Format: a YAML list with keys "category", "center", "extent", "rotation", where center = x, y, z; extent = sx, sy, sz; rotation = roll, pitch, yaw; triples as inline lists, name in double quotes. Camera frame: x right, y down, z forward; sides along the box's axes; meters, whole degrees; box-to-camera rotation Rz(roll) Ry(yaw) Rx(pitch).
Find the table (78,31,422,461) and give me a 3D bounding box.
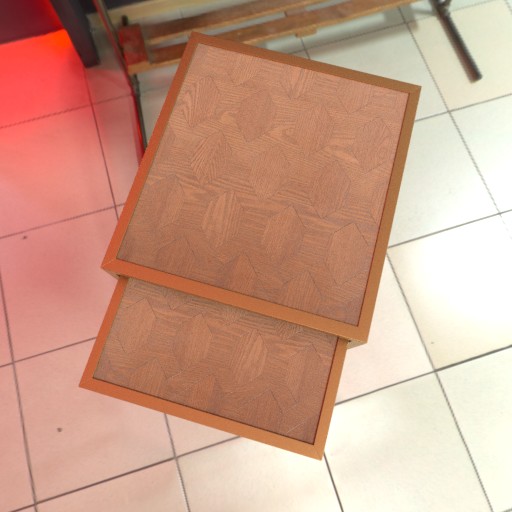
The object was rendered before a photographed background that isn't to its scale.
- category: "table"
  center: [0.000, 0.000, 1.084]
  extent: [0.505, 0.505, 0.762]
  rotation: [15, 75, 4]
